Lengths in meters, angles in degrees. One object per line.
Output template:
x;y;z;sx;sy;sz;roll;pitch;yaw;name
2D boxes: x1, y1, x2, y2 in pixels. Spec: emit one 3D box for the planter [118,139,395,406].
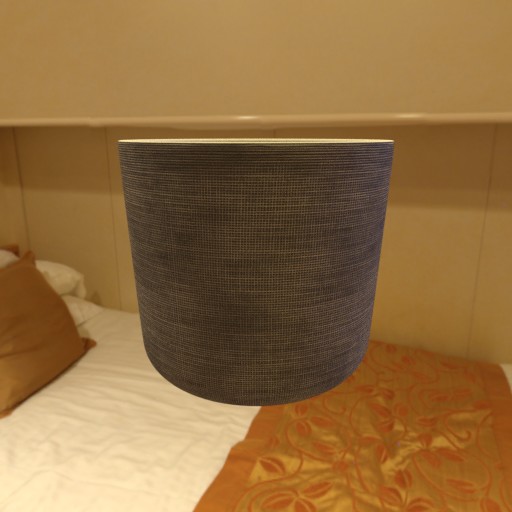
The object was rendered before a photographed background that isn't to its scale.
0.000;0.000;0.787;0.440;0.398;0.440;0;15;0;planter
